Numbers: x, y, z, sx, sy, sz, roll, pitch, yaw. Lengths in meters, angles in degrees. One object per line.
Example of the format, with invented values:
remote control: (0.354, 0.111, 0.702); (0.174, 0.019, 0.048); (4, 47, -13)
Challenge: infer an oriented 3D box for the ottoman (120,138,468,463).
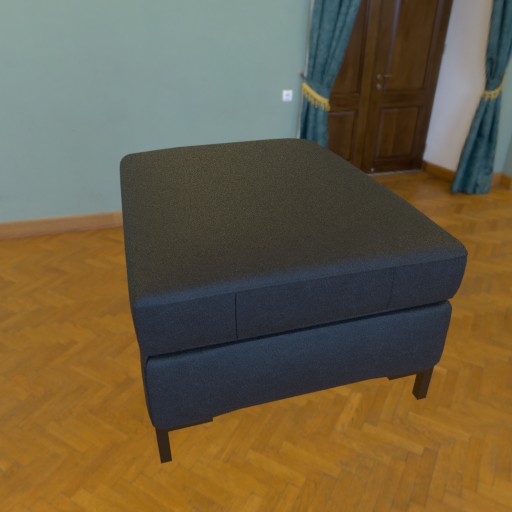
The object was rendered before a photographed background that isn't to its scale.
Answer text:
ottoman: (0.000, 0.000, 1.771); (0.967, 0.696, 1.187); (-8, 31, -14)
